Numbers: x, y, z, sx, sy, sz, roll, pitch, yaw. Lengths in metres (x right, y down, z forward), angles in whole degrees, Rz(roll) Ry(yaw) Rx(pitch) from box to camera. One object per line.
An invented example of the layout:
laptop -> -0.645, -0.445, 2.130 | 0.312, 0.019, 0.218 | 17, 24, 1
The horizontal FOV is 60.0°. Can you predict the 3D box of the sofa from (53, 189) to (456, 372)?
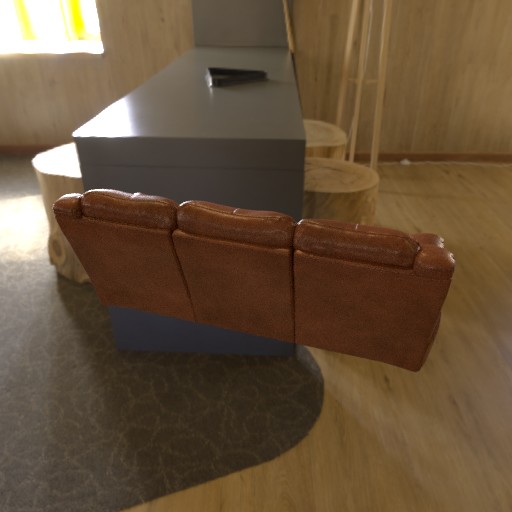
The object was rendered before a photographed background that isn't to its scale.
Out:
sofa -> 0.000, 0.000, 2.915 | 2.337, 1.043, 0.991 | 9, 33, 15
